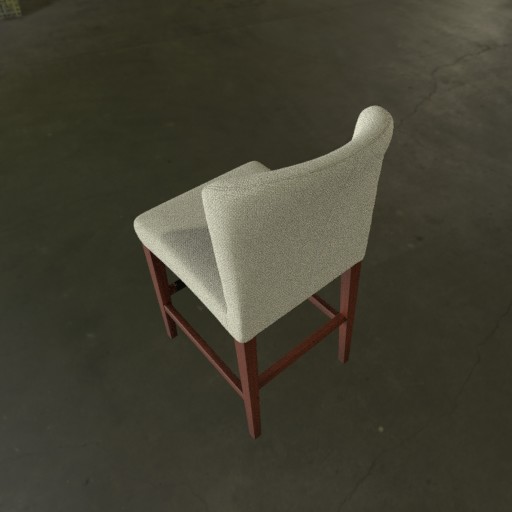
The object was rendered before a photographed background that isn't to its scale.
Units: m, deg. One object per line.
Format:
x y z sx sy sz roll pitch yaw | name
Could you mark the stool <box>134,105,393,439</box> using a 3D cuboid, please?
0.000 0.000 1.284 0.481 0.969 0.568 -31 54 -27 | stool
